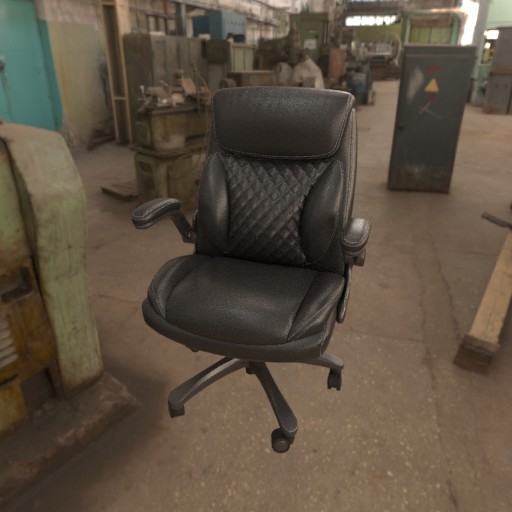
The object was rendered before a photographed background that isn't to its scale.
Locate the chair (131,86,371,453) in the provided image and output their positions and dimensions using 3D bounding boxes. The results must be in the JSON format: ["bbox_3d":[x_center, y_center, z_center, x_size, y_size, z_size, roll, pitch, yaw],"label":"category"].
[{"bbox_3d":[0.000,0.000,1.604,0.782,1.110,0.724,8,26,16],"label":"chair"}]
